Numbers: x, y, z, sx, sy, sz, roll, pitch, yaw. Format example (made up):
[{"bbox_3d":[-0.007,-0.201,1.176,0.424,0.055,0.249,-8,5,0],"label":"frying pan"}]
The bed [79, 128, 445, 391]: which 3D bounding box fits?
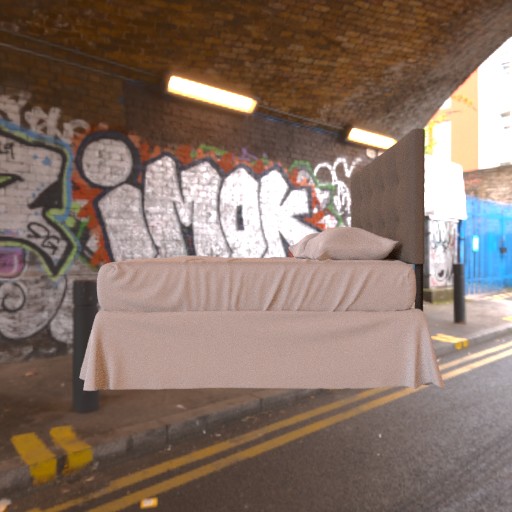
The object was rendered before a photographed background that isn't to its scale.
[{"bbox_3d":[0.000,0.000,3.494,2.222,1.577,1.936,0,0,-1],"label":"bed"}]
